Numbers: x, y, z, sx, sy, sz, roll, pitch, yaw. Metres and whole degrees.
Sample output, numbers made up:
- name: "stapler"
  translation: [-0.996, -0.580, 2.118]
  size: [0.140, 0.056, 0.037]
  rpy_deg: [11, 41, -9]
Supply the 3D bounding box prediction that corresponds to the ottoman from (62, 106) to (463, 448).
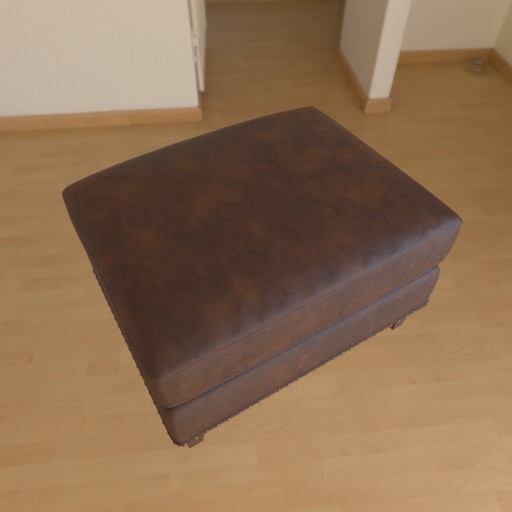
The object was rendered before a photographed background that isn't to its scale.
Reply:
- name: "ottoman"
  translation: [0.000, 0.000, 1.126]
  size: [0.742, 0.486, 0.586]
  rpy_deg: [-24, 52, -20]
